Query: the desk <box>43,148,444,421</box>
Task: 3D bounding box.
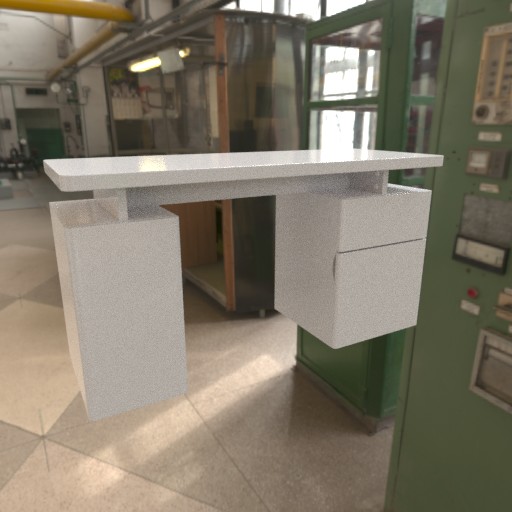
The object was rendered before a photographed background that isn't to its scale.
[{"bbox_3d":[0.000,0.000,1.751,1.400,0.762,0.550,-9,19,-27],"label":"desk"}]
